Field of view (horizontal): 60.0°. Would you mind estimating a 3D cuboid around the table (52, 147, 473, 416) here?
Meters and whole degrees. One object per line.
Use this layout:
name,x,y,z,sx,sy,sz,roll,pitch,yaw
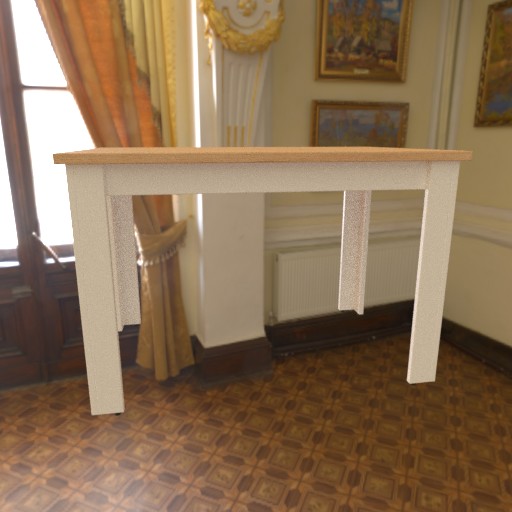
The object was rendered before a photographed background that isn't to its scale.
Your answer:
table,0.000,0.000,1.564,1.100,0.734,0.700,-3,15,-10
